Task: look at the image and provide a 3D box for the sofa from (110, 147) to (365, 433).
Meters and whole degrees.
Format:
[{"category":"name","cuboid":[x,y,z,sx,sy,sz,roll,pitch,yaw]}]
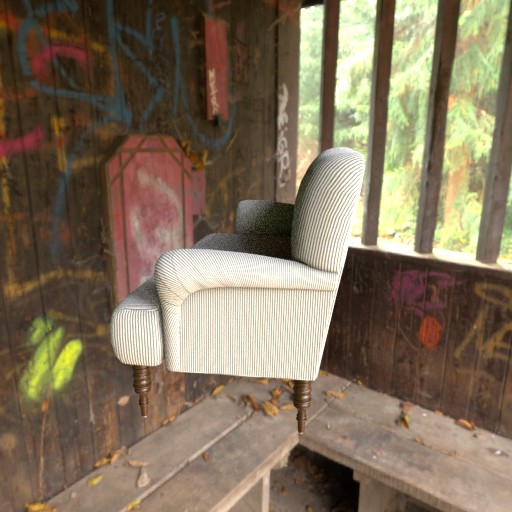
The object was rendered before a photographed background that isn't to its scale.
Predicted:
[{"category":"sofa","cuboid":[0.000,0.000,1.886,0.779,0.889,1.297,2,15,9]}]
